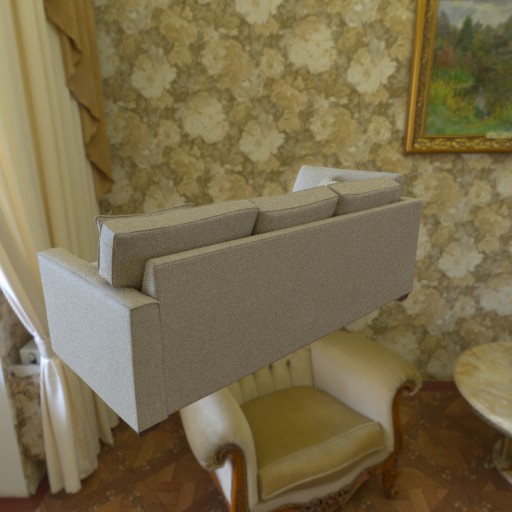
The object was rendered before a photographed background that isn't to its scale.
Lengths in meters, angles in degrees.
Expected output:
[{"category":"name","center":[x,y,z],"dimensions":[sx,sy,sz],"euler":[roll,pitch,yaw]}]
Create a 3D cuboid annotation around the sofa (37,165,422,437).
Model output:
[{"category":"sofa","center":[0.000,0.000,2.831],"dimensions":[2.323,0.948,1.053],"euler":[-15,23,-41]}]
